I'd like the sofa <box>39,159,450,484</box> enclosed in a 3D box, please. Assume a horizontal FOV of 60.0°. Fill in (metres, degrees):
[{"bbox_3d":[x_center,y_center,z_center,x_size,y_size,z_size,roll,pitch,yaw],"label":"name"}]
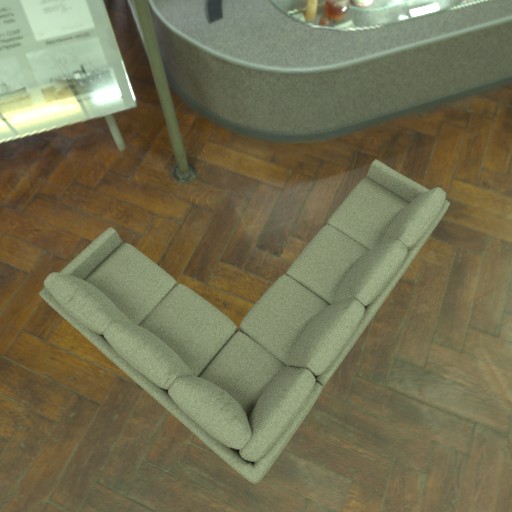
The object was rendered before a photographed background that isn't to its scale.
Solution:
[{"bbox_3d":[0.000,0.000,4.515,2.593,0.947,3.302,35,69,16],"label":"sofa"}]
